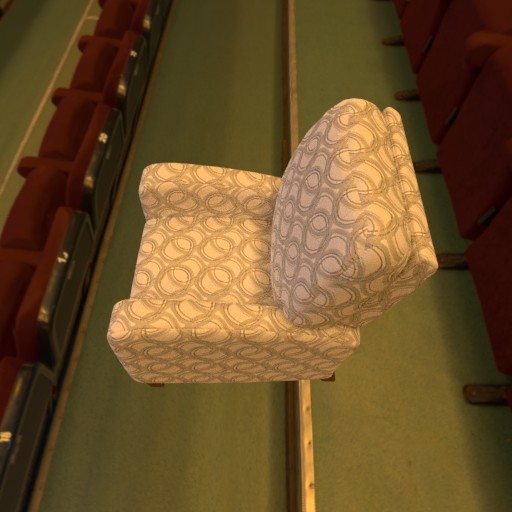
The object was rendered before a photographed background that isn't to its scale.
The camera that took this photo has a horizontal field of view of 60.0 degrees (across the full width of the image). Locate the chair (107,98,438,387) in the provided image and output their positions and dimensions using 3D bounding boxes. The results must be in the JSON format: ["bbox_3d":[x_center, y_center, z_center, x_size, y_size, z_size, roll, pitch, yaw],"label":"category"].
[{"bbox_3d":[0.000,0.000,1.721,0.995,1.065,0.796,1,56,1],"label":"chair"}]
